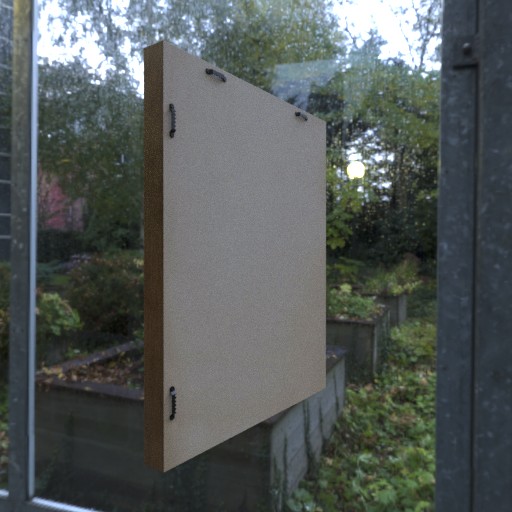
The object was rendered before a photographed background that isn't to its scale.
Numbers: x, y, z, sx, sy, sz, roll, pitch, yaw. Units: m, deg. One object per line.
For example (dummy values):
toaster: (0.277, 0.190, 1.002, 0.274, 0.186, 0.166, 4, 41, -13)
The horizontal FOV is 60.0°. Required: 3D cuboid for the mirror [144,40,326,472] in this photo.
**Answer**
mirror: (0.000, 0.000, 0.691, 0.041, 0.508, 0.405, 0, 1, 37)
